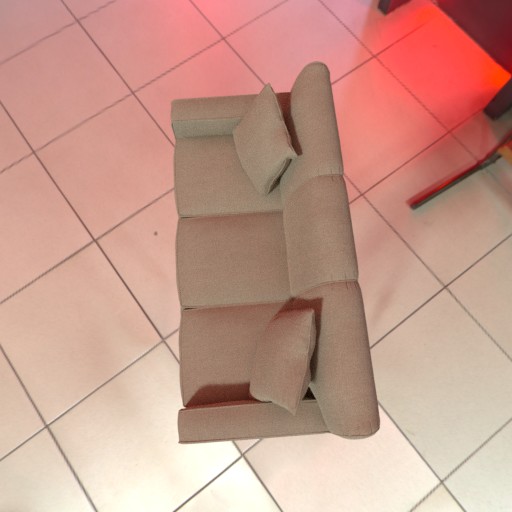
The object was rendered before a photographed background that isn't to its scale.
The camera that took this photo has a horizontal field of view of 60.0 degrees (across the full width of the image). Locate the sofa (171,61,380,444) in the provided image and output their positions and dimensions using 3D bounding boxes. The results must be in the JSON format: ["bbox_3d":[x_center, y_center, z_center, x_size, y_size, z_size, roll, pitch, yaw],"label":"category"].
[{"bbox_3d":[0.000,0.000,2.643,0.997,0.958,2.024,-4,73,-1],"label":"sofa"}]
